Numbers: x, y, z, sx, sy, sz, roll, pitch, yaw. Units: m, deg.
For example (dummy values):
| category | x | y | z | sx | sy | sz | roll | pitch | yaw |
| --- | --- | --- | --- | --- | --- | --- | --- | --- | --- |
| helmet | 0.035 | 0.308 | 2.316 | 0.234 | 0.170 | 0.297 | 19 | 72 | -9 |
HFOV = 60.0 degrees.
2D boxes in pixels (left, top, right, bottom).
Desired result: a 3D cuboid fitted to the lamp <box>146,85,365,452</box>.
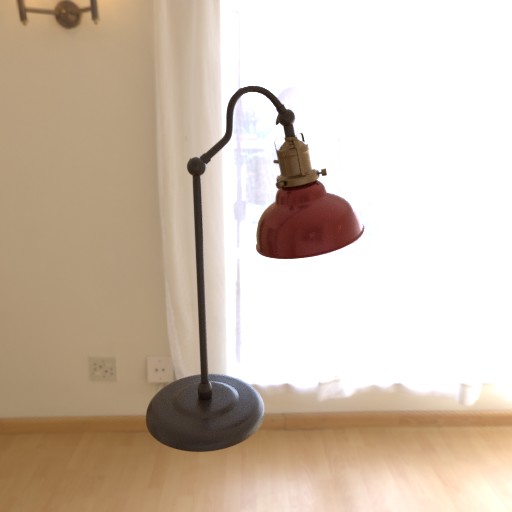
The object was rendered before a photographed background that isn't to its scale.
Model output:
| category | x | y | z | sx | sy | sz | roll | pitch | yaw |
| --- | --- | --- | --- | --- | --- | --- | --- | --- | --- |
| lamp | 0.000 | 0.000 | 0.702 | 0.374 | 0.508 | 0.192 | -7 | 16 | -25 |
